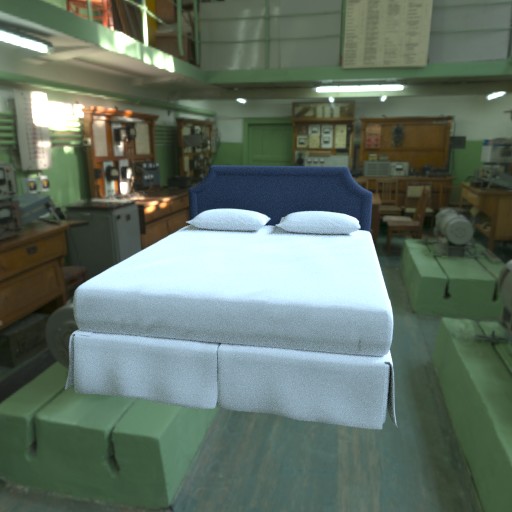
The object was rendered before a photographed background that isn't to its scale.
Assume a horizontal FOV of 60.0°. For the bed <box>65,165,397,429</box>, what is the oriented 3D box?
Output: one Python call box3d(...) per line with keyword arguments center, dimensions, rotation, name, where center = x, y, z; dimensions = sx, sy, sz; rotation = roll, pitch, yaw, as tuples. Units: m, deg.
box3d(center=(0.000, 0.000, 4.115), dimensions=(2.350, 1.488, 2.773), rotation=(3, 15, 11), name="bed")
